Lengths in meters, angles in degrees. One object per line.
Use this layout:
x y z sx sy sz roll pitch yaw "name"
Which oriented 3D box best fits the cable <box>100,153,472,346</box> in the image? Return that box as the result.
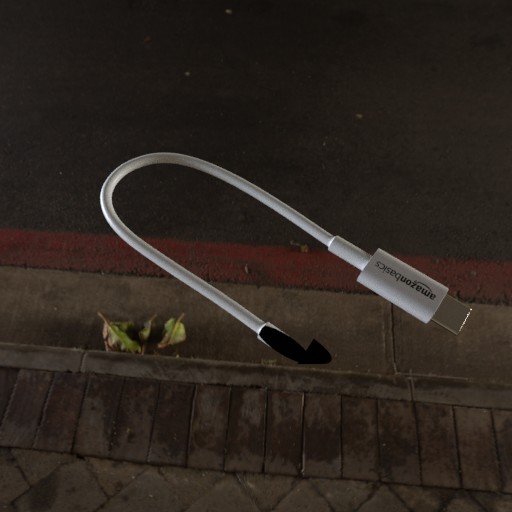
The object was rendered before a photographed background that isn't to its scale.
0.000 0.000 0.112 0.098 0.005 0.041 33 64 18 "cable"
